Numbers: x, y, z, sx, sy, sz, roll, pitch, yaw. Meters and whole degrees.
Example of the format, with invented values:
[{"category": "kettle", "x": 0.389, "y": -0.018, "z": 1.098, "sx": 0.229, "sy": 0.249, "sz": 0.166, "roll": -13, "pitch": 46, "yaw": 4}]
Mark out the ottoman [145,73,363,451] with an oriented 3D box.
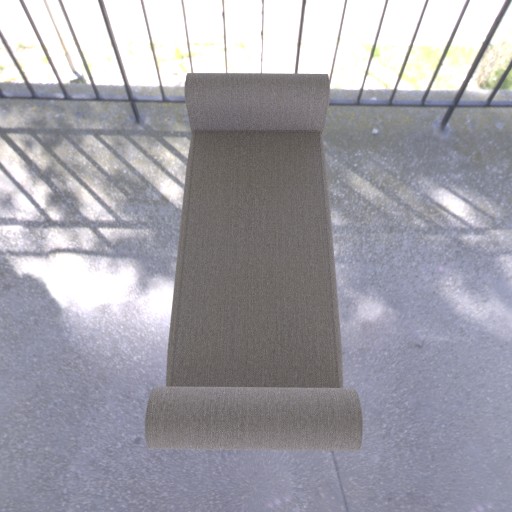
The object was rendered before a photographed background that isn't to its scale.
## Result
[{"category": "ottoman", "x": 0.000, "y": 0.000, "z": 1.526, "sx": 0.521, "sy": 0.547, "sz": 1.256, "roll": 0, "pitch": 62, "yaw": 0}]
